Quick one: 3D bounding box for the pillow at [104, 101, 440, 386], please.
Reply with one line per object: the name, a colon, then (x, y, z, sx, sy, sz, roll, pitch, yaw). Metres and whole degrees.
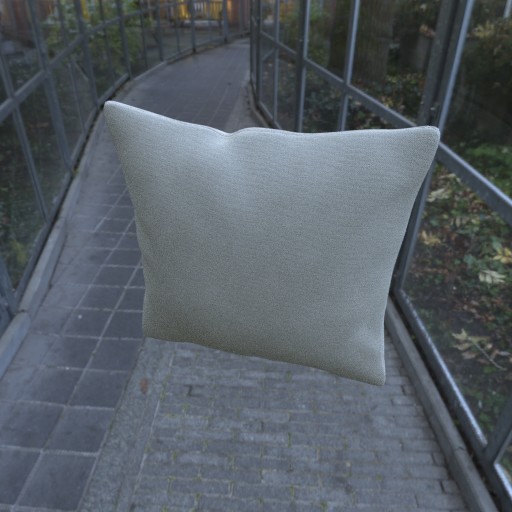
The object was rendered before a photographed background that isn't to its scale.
pillow: (0.000, 0.000, 0.661, 0.437, 0.420, 0.162, 9, 33, 14)
